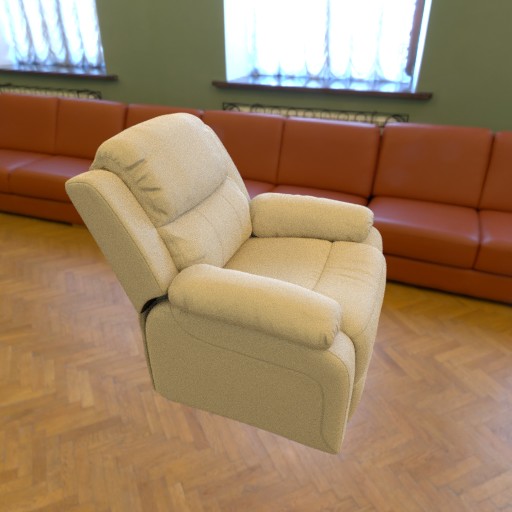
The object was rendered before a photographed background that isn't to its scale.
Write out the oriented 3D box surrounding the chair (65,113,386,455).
[{"bbox_3d":[0.000,0.000,1.241,0.709,0.702,0.680,10,31,17],"label":"chair"}]
